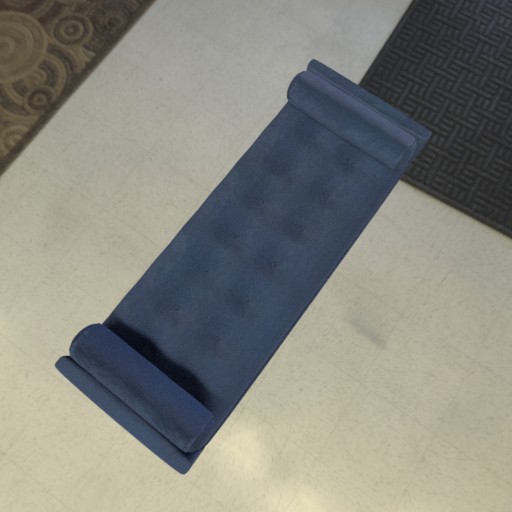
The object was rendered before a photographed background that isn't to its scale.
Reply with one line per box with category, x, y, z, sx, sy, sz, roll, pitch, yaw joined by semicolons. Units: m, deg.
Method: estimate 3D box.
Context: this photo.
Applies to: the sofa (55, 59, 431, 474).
sofa;0.000;0.000;2.461;0.796;0.705;2.102;36;78;9
